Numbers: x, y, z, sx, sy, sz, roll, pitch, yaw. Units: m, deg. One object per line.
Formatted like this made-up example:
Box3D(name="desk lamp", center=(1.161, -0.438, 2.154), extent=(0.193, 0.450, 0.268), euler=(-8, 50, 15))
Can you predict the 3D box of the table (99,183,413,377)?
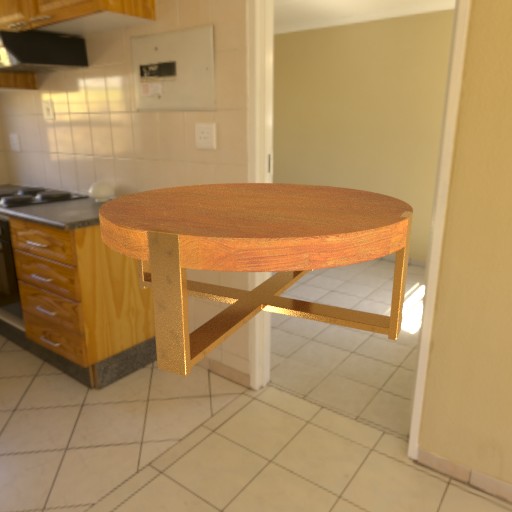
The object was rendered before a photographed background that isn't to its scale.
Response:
Box3D(name="table", center=(0.000, 0.000, 1.703), extent=(1.100, 0.420, 1.100), euler=(0, 16, 0))
